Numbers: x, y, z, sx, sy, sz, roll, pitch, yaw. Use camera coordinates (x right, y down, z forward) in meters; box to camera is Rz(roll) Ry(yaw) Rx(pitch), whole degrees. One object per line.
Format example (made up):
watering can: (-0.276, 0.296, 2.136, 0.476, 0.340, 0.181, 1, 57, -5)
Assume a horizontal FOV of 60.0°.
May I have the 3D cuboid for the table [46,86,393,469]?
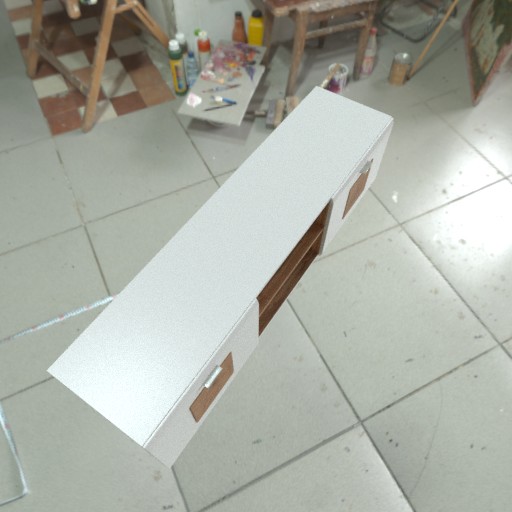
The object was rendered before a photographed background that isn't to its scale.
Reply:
table: (0.000, 0.000, 1.739, 0.400, 0.440, 1.550, 30, 62, 18)
